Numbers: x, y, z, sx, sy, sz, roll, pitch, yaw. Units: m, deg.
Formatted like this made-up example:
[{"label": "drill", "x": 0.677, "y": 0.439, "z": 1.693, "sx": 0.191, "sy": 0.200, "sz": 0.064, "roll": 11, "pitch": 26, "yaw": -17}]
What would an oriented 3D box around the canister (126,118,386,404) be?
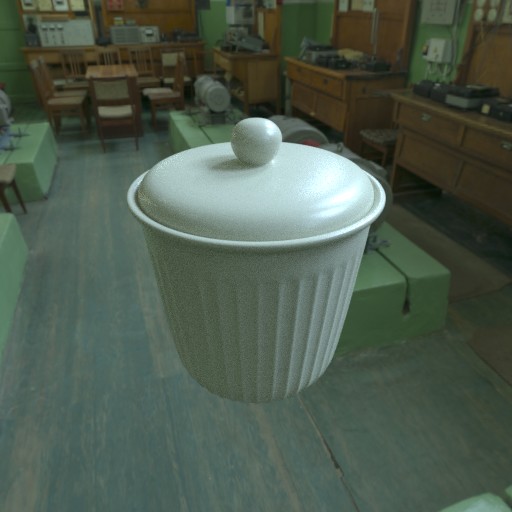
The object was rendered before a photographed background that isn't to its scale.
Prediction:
[{"label": "canister", "x": 0.000, "y": 0.000, "z": 0.348, "sx": 0.181, "sy": 0.211, "sz": 0.181, "roll": 0, "pitch": 30, "yaw": 0}]
